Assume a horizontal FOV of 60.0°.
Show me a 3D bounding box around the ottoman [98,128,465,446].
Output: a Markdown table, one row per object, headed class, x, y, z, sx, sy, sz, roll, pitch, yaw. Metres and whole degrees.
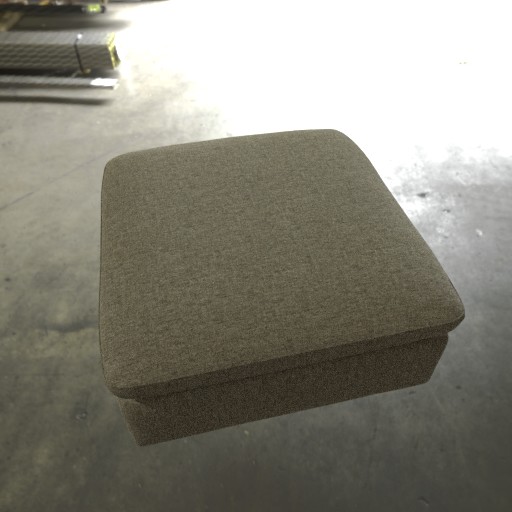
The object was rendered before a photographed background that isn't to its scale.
| class | x | y | z | sx | sy | sz | roll | pitch | yaw |
| --- | --- | --- | --- | --- | --- | --- | --- | --- | --- |
| ottoman | 0.000 | 0.000 | 1.602 | 1.035 | 0.526 | 1.039 | -9 | 47 | -9 |
